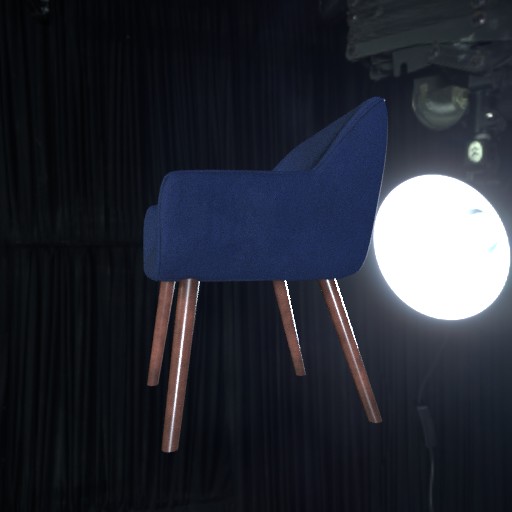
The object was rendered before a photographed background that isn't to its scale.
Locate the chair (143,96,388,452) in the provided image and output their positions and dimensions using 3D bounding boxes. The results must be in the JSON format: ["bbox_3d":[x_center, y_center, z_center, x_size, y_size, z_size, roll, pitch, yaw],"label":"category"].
[{"bbox_3d":[0.000,0.000,1.261,0.600,0.820,0.600,0,-1,-17],"label":"chair"}]
